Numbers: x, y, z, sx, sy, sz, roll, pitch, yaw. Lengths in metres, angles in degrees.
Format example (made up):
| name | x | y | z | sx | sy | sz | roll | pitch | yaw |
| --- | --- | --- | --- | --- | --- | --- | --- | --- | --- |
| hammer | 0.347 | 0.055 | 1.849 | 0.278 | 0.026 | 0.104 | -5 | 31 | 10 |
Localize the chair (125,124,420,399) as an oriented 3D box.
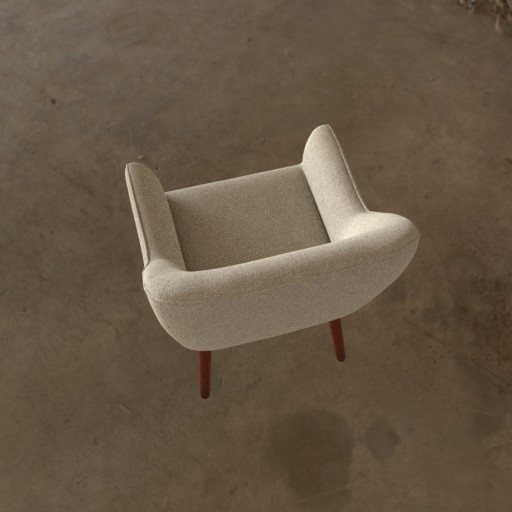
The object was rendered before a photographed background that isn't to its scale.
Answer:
| name | x | y | z | sx | sy | sz | roll | pitch | yaw |
| --- | --- | --- | --- | --- | --- | --- | --- | --- | --- |
| chair | 0.000 | 0.000 | 1.273 | 0.610 | 0.813 | 0.610 | -13 | 61 | -8 |
